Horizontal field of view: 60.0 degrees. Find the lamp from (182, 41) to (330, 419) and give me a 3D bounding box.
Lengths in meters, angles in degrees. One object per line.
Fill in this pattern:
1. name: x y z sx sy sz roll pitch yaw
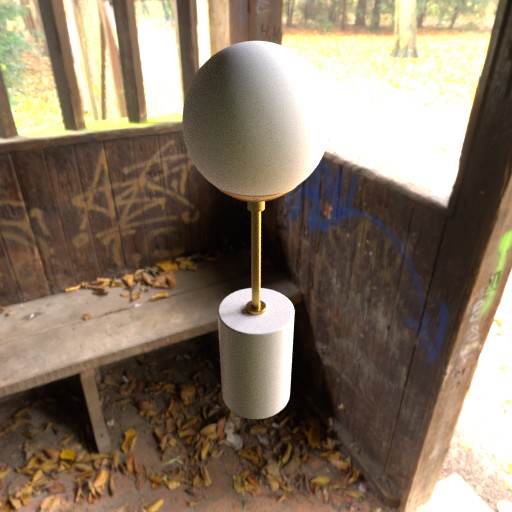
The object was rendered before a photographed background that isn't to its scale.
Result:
1. lamp: 0.000 0.000 0.549 0.153 0.480 0.153 0 31 0
